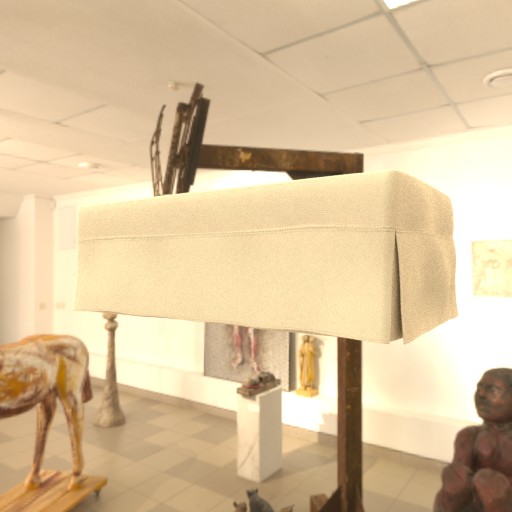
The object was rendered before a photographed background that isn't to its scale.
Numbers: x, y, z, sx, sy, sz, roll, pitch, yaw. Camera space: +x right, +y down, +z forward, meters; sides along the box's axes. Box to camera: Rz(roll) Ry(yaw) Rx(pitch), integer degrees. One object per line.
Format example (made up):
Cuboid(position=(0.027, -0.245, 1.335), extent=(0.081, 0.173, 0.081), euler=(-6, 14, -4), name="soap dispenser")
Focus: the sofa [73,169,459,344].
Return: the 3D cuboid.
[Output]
Cuboid(position=(0.000, 0.000, 2.135), extent=(1.677, 0.552, 0.939), euler=(0, -1, 34), name="sofa")
